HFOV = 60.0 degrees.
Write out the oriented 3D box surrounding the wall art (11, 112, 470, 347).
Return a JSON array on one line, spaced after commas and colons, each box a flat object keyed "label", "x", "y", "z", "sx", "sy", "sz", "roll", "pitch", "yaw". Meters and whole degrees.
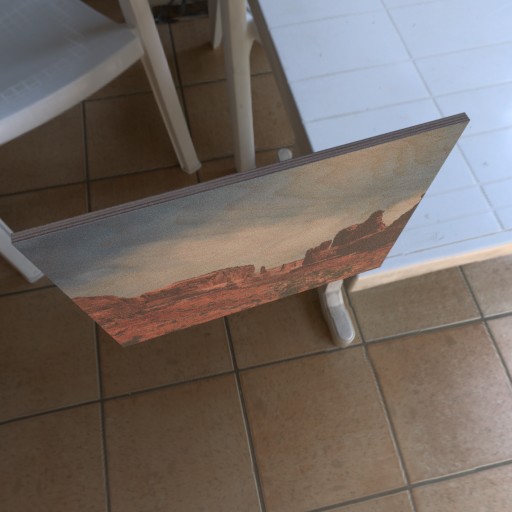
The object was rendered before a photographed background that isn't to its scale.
[{"label": "wall art", "x": 0.000, "y": 0.000, "z": 0.654, "sx": 0.508, "sy": 0.406, "sz": 0.013, "roll": -16, "pitch": 65, "yaw": -8}]
